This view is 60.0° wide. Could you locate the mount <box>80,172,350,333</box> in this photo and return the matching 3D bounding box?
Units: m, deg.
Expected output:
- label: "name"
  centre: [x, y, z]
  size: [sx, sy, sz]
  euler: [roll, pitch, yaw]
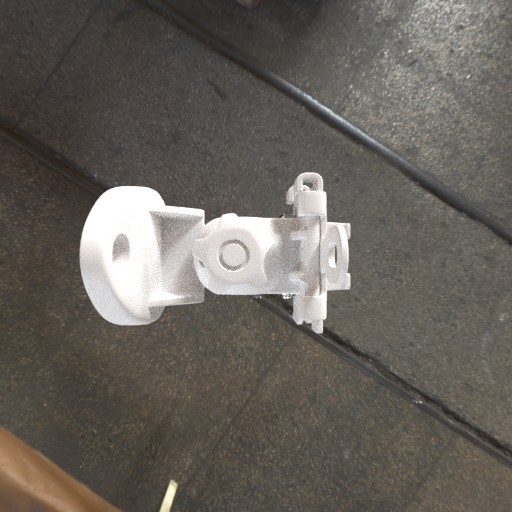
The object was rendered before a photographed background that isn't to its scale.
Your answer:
- label: "mount"
  centre: [0.000, 0.000, 0.177]
  size: [0.100, 0.118, 0.066]
  euler: [0, 90, -2]
